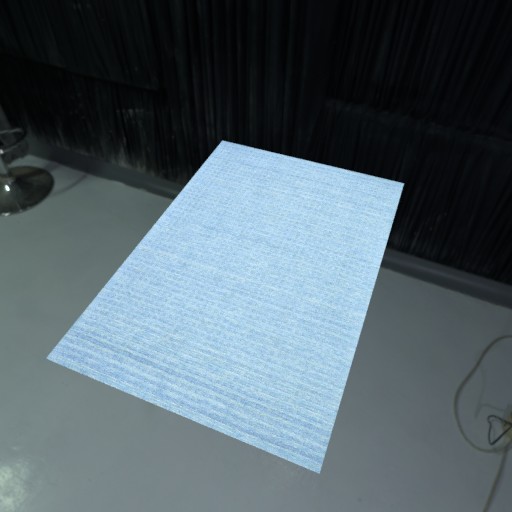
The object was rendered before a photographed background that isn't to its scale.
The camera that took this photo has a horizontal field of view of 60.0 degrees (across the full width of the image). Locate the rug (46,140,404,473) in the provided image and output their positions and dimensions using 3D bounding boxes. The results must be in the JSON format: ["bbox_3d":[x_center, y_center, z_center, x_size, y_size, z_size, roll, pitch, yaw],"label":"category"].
[{"bbox_3d":[0.000,0.000,3.741,1.982,0.006,2.895,17,50,15],"label":"rug"}]
